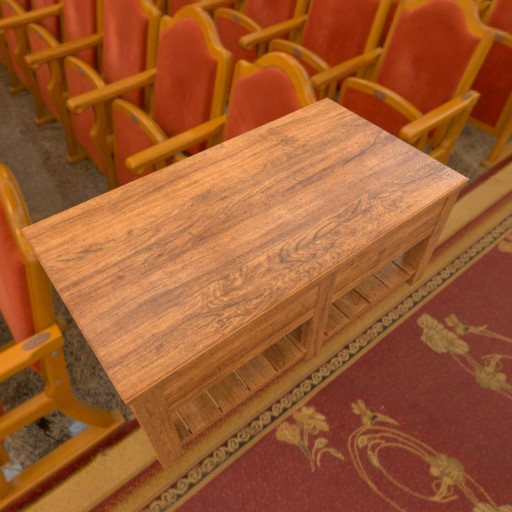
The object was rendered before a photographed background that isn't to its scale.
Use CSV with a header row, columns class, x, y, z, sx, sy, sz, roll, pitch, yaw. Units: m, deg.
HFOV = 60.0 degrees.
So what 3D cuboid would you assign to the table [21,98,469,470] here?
class,x,y,z,sx,sy,sz,roll,pitch,yaw
table,0.000,0.000,1.455,1.150,0.480,0.635,-30,55,-24
